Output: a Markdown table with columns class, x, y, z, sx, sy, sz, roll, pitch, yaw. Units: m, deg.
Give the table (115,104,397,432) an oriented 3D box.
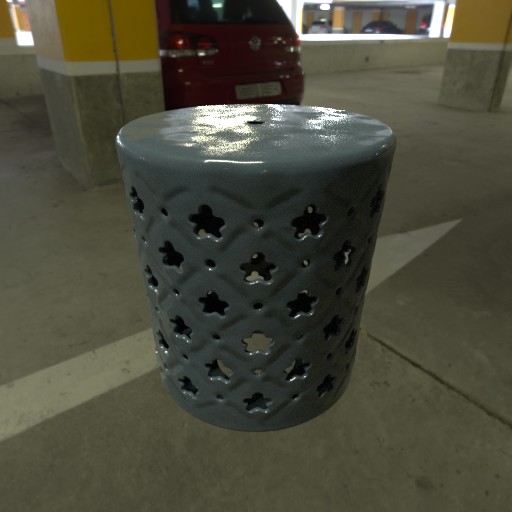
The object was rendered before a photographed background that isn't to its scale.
| class | x | y | z | sx | sy | sz | roll | pitch | yaw |
| --- | --- | --- | --- | --- | --- | --- | --- | --- | --- |
| table | 0.000 | 0.000 | 0.658 | 0.352 | 0.387 | 0.352 | 0 | 27 | 0 |
